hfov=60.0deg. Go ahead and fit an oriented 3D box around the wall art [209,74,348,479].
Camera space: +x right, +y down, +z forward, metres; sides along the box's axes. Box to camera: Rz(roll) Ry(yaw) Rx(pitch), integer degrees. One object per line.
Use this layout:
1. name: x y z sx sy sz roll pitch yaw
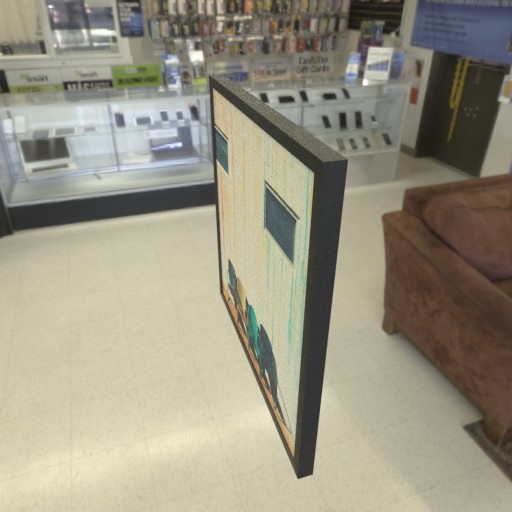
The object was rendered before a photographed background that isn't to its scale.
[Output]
1. wall art: 0.000 0.000 1.144 0.039 0.763 0.763 -9 33 -15
